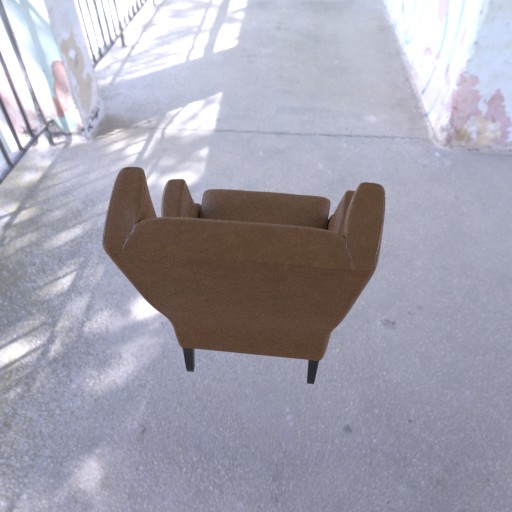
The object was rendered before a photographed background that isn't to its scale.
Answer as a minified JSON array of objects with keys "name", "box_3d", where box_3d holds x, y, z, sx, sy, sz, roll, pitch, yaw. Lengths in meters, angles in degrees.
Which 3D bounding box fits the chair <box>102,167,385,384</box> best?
[{"name":"chair","box_3d":[0.000,0.000,1.725,0.852,1.016,0.925,5,47,4]}]
